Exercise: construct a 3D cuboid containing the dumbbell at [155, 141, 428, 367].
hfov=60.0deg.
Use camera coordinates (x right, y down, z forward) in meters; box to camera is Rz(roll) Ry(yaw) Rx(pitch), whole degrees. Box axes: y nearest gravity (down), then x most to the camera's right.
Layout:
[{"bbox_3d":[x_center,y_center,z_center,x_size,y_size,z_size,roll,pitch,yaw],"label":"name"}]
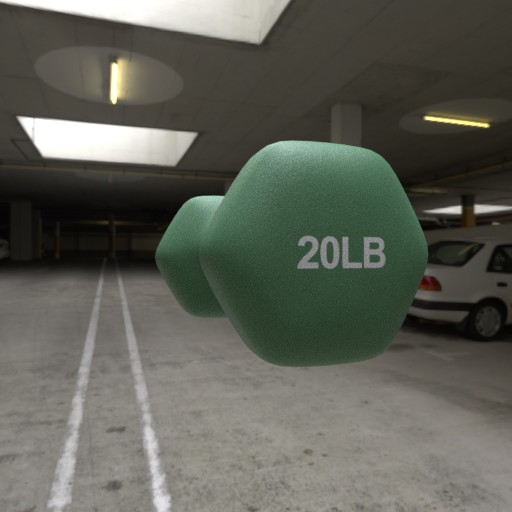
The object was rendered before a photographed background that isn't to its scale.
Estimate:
[{"bbox_3d":[0.000,0.000,0.329,0.126,0.114,0.257,0,-1,-18],"label":"dumbbell"}]
